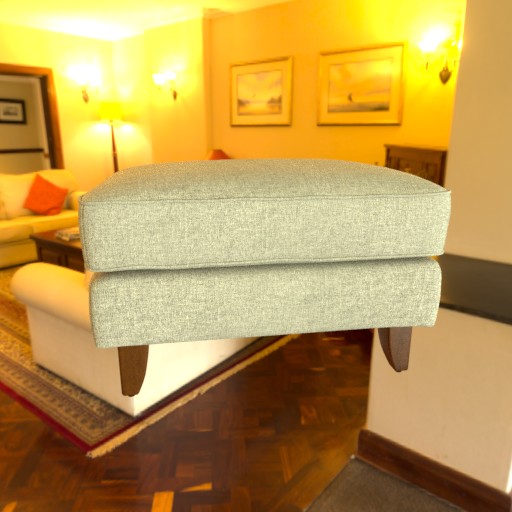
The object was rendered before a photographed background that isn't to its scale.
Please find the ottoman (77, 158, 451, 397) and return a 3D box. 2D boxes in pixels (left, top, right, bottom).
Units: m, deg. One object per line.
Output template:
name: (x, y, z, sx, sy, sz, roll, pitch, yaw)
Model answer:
ottoman: (0.000, 0.000, 1.340, 0.889, 0.561, 0.661, -3, 16, -9)
